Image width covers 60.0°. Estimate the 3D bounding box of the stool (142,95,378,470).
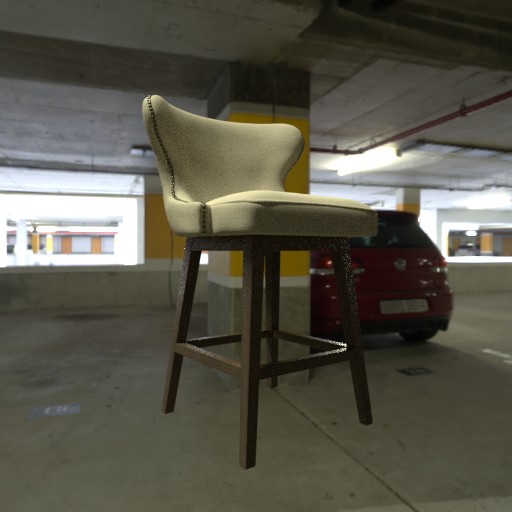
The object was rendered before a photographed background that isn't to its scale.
[{"bbox_3d":[0.000,0.000,1.354,0.615,0.972,0.597,-1,1,-37],"label":"stool"}]
